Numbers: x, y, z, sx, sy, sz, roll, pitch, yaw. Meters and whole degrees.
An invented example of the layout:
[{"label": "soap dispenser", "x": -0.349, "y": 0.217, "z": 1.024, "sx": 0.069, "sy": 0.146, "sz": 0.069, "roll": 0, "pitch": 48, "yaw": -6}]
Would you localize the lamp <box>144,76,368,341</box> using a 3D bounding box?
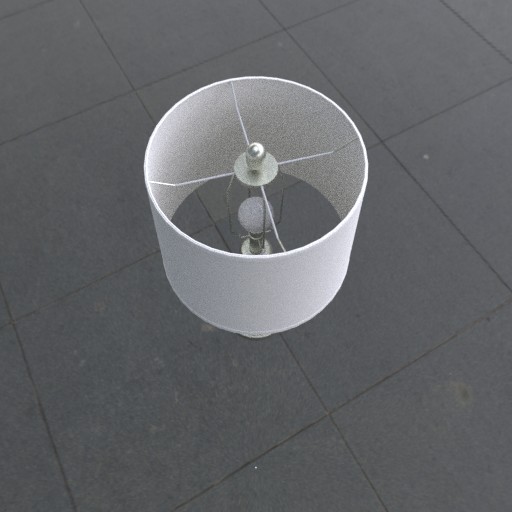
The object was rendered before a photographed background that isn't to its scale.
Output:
[{"label": "lamp", "x": 0.000, "y": 0.000, "z": 0.965, "sx": 0.383, "sy": 0.733, "sz": 0.383, "roll": 0, "pitch": 64, "yaw": 0}]
